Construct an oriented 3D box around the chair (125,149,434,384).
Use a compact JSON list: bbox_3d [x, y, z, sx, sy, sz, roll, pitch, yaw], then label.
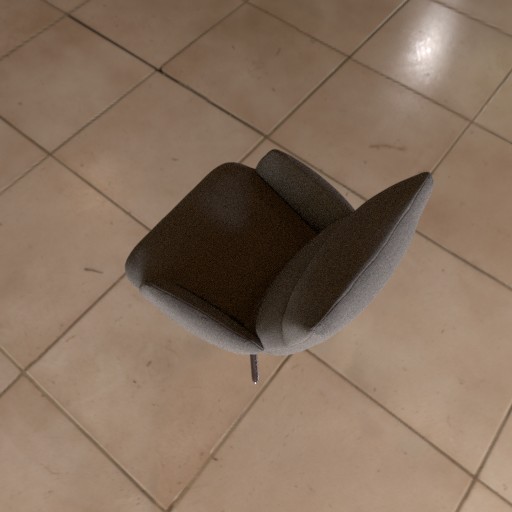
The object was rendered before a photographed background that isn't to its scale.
[{"bbox_3d":[0.000,0.000,1.549,0.831,0.984,0.702,35,68,16],"label":"chair"}]
